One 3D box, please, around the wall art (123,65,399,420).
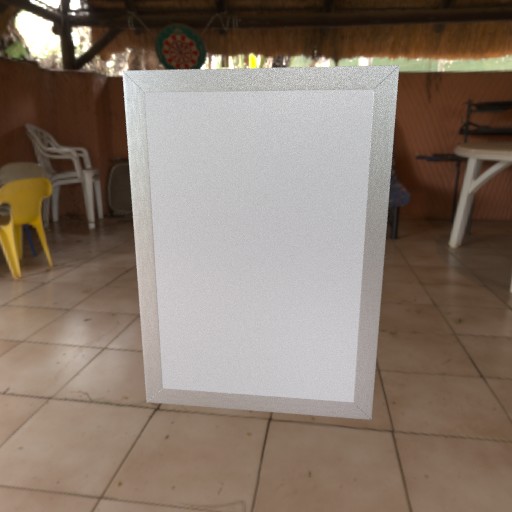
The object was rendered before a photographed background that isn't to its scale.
[{"bbox_3d":[0.000,0.000,0.673,0.376,0.529,0.013,2,15,7],"label":"wall art"}]
